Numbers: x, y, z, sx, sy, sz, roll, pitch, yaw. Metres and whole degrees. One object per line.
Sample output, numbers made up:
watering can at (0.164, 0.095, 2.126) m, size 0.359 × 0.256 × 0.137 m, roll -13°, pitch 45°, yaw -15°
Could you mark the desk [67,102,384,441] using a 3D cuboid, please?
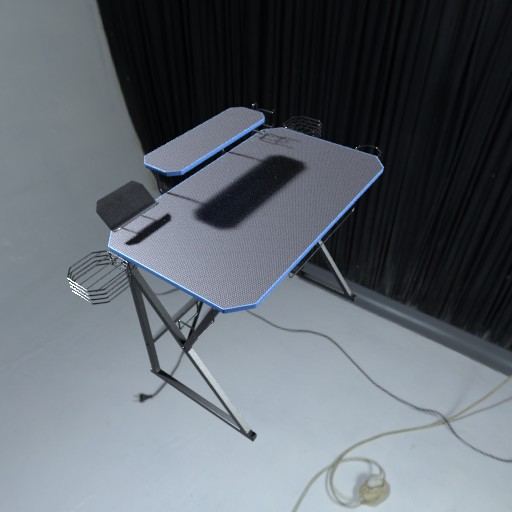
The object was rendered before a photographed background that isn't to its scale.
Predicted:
desk at (0.000, 0.000, 1.747) m, size 0.594 × 0.909 × 1.295 m, roll 25°, pitch 47°, yaw 25°
